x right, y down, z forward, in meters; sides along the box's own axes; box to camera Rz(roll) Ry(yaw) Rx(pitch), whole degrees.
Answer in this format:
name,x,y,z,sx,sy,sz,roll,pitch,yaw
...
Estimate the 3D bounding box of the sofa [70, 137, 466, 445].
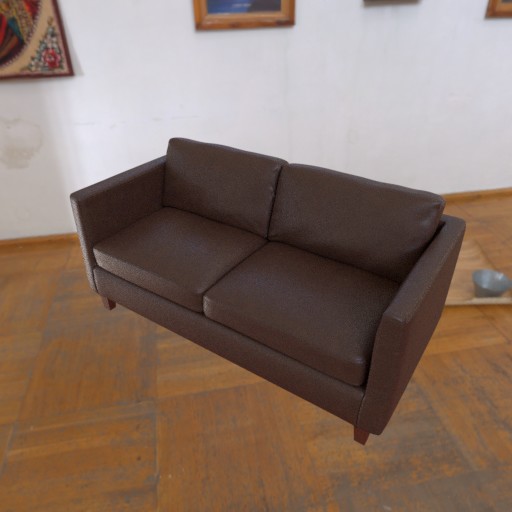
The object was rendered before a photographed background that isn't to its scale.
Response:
name,x,y,z,sx,sy,sz,roll,pitch,yaw
sofa,0.000,0.000,2.425,1.883,0.933,0.951,20,37,28
